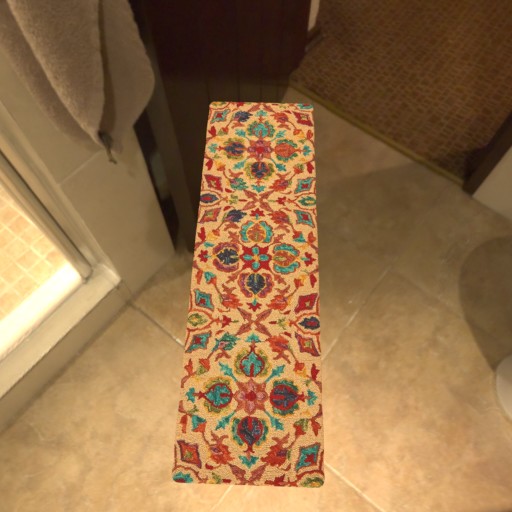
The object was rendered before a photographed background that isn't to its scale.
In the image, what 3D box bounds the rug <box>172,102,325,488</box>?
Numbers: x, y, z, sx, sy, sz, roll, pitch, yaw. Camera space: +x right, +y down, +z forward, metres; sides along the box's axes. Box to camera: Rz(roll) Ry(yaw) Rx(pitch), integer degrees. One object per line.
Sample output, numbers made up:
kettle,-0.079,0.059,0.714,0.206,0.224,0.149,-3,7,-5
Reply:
rug,0.000,0.000,2.471,0.693,0.016,2.273,2,64,1
